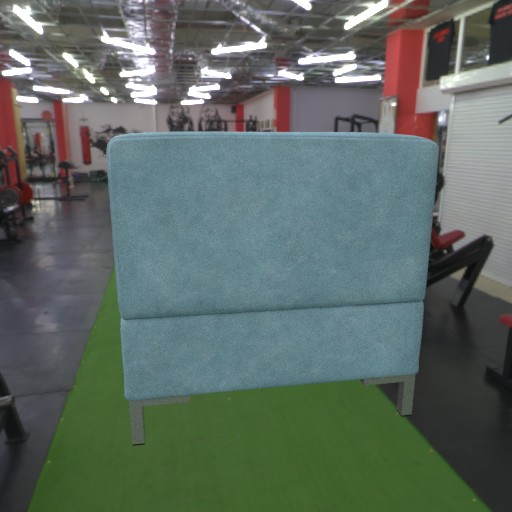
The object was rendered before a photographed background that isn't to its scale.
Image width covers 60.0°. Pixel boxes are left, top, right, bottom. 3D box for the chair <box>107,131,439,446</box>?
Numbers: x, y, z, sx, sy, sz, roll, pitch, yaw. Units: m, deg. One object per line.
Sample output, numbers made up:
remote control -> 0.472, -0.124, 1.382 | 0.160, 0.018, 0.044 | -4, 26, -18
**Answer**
chair -> 0.000, 0.000, 1.243 | 0.691, 0.660, 0.684 | -2, 14, -9
